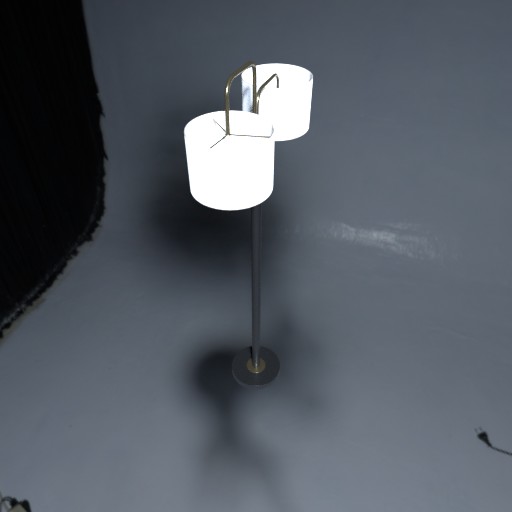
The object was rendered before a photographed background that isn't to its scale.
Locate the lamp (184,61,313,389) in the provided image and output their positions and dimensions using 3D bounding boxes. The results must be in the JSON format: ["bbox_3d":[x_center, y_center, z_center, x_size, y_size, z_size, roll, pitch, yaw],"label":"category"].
[{"bbox_3d":[0.000,0.000,1.841,0.254,1.587,0.711,13,43,14],"label":"lamp"}]
